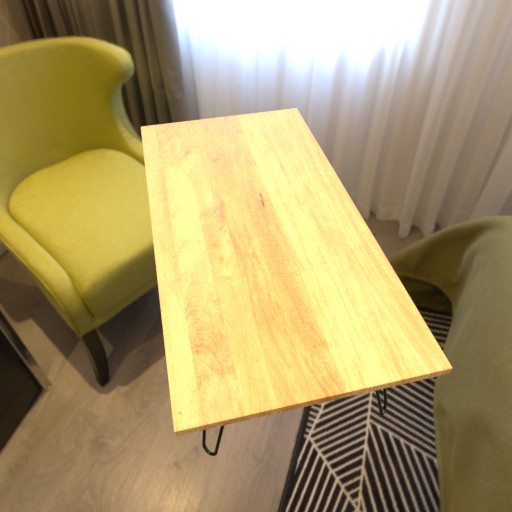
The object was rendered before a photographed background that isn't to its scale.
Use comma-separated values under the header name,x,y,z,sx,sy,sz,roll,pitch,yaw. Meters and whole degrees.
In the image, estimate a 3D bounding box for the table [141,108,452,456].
name,x,y,z,sx,sy,sz,roll,pitch,yaw
table,0.000,0.000,1.654,0.699,0.400,1.348,-10,47,-9
